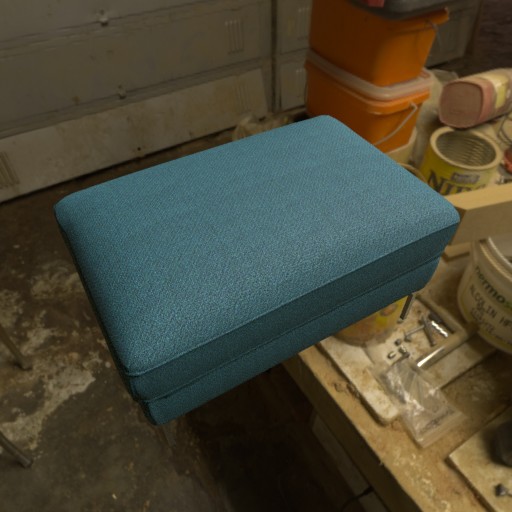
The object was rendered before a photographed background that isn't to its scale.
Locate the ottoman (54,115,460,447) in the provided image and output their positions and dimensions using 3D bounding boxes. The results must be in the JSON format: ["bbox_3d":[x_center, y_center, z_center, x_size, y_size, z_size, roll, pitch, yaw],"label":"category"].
[{"bbox_3d":[0.000,0.000,1.187,0.856,0.498,0.563,-23,51,-20],"label":"ottoman"}]
